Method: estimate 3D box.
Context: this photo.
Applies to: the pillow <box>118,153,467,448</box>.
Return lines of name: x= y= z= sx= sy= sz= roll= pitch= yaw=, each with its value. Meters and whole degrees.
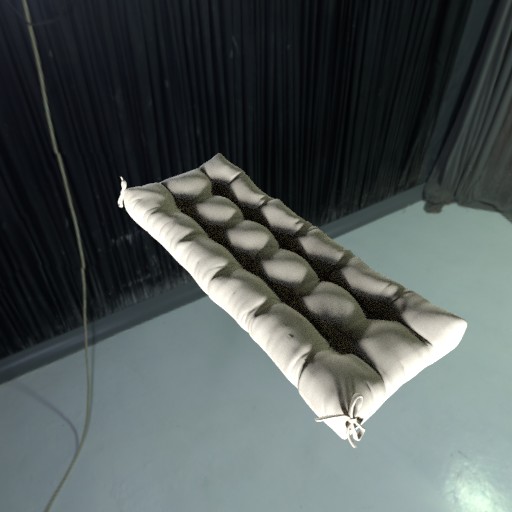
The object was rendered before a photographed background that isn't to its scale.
pillow: x=0.000 y=0.000 z=1.364 sx=0.511 sy=0.174 sz=1.194 roll=-27 pitch=48 yaw=-27
